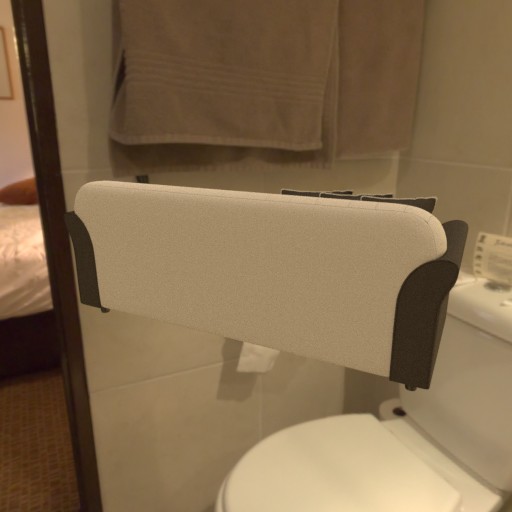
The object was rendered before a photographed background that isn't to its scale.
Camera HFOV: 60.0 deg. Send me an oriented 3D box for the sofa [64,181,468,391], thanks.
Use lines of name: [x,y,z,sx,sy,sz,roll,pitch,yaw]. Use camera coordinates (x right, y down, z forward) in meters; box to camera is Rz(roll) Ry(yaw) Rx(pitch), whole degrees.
sofa: [0.000,0.000,2.381,2.001,0.787,0.755,8,19,26]
